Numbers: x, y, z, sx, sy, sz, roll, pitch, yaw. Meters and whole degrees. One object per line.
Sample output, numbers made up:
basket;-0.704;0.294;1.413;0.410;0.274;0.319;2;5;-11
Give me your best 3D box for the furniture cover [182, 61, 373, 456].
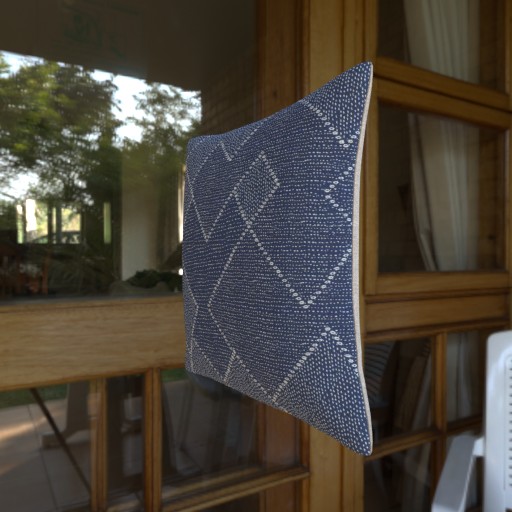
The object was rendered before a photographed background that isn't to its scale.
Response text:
furniture cover;0.000;0.000;0.766;0.162;0.503;0.511;0;1;-35
